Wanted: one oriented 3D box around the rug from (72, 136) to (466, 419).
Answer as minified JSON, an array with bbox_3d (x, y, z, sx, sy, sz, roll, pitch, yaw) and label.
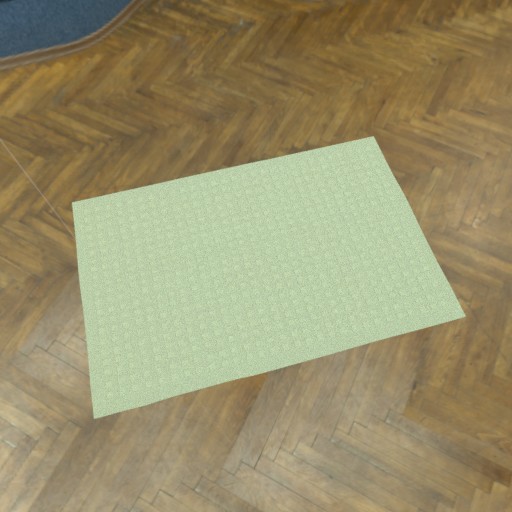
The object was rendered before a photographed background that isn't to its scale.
[{"bbox_3d":[0.000,0.000,2.241,1.747,0.006,1.143,-14,64,-7],"label":"rug"}]
